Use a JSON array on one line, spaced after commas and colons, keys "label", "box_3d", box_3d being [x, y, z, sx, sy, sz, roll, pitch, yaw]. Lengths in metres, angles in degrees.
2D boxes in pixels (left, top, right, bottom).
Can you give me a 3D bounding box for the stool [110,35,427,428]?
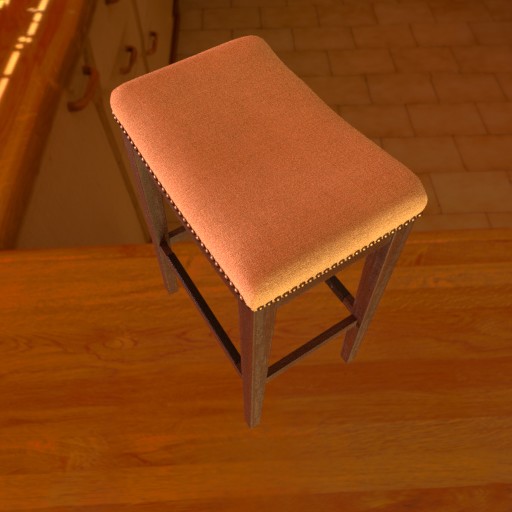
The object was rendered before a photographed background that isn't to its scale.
[{"label": "stool", "box_3d": [0.000, 0.000, 1.038, 0.363, 0.768, 0.509, -29, 62, -17]}]
